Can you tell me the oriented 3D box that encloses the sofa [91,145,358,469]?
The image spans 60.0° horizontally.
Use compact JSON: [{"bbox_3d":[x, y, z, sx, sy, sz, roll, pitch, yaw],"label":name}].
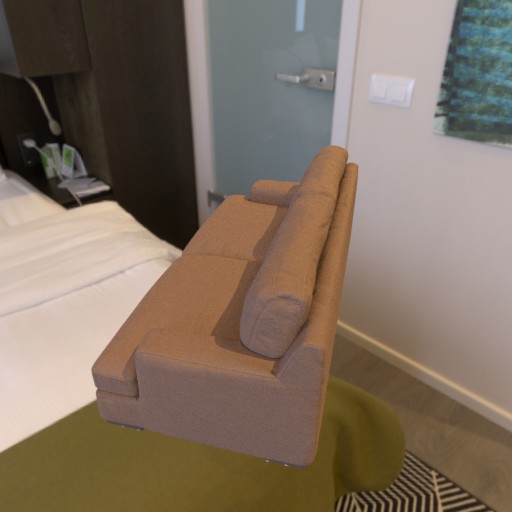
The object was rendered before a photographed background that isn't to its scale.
[{"bbox_3d":[0.000,0.000,2.893,1.140,0.950,2.274,7,31,12],"label":"sofa"}]
